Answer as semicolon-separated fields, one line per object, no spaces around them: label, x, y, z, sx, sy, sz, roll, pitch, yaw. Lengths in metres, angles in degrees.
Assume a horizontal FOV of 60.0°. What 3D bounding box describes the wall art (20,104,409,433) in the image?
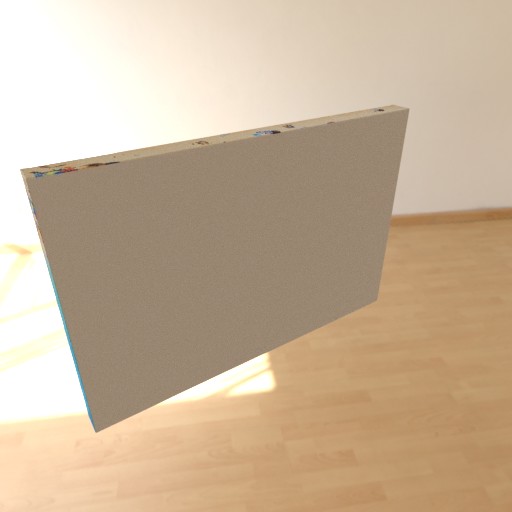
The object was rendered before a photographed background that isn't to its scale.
wall art;0.000;0.000;1.069;0.894;0.595;0.057;-19;35;-29
